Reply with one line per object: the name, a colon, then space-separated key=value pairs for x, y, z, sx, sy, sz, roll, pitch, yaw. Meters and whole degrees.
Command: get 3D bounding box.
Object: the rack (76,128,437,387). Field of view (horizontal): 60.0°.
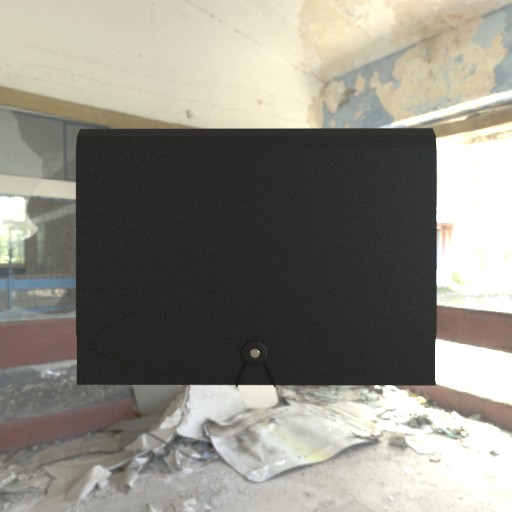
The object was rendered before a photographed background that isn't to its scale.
rack: x=0.000 y=0.000 z=0.423 sx=0.330 sy=0.241 sz=0.041 roll=0 pitch=0 yaw=0
